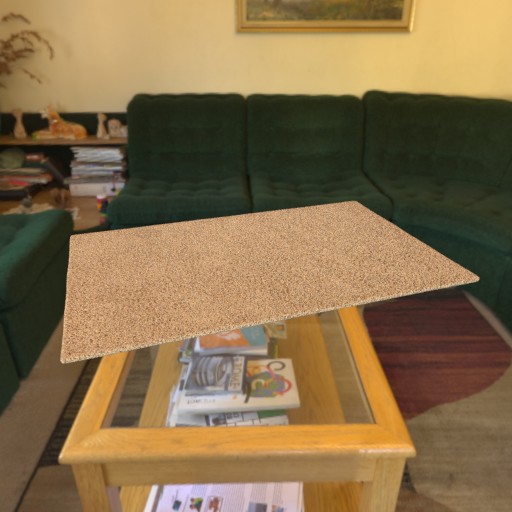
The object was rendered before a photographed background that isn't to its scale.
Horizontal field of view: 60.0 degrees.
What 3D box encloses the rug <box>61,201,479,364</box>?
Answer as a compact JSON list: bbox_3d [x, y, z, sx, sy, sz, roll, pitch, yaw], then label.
[{"bbox_3d":[0.000,0.000,3.052,2.438,0.030,1.524,-9,28,-17],"label":"rug"}]
